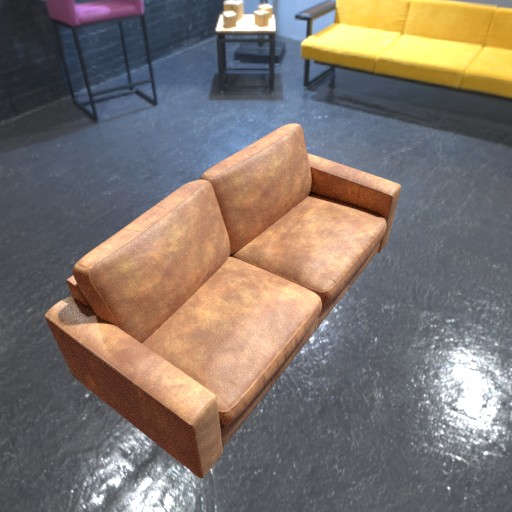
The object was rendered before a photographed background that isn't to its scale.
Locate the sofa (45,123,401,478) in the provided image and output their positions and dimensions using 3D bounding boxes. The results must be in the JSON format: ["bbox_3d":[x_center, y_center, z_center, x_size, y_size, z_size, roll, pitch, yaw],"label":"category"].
[{"bbox_3d":[0.000,0.000,2.697,1.016,0.873,2.179,26,48,26],"label":"sofa"}]
